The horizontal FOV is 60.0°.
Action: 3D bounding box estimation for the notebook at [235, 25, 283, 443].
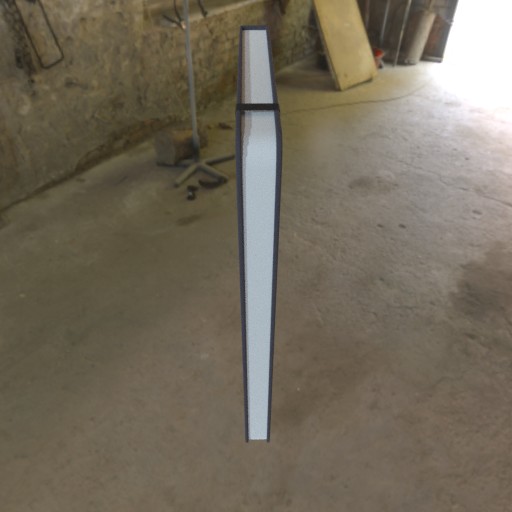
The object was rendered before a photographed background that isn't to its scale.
[{"bbox_3d":[0.000,0.000,0.257,0.016,0.213,0.127,-1,42,-1],"label":"notebook"}]
